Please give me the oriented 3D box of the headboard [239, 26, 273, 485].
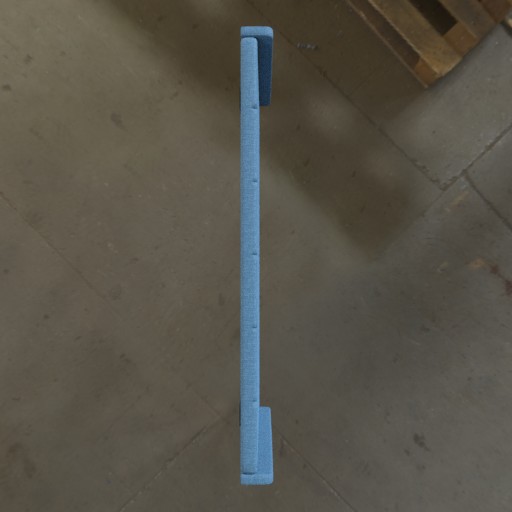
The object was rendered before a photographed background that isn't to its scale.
[{"bbox_3d":[0.000,0.000,2.740,0.184,1.524,2.051,0,90,1],"label":"headboard"}]
